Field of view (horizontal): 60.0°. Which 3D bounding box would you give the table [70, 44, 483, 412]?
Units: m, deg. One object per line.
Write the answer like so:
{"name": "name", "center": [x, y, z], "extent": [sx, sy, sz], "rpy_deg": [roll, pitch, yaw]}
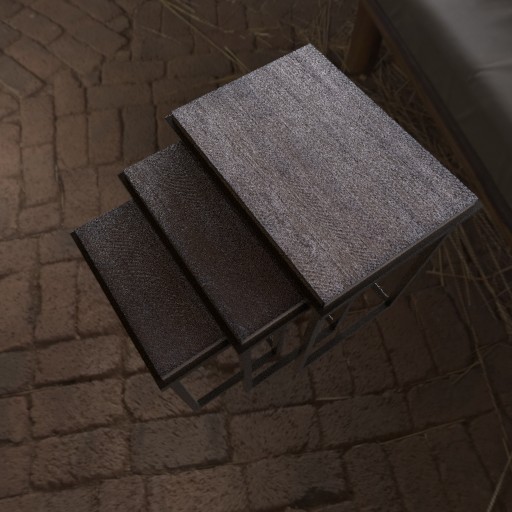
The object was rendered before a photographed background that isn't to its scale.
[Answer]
{"name": "table", "center": [0.000, 0.000, 1.142], "extent": [0.706, 0.610, 0.559], "rpy_deg": [-32, 68, -15]}
